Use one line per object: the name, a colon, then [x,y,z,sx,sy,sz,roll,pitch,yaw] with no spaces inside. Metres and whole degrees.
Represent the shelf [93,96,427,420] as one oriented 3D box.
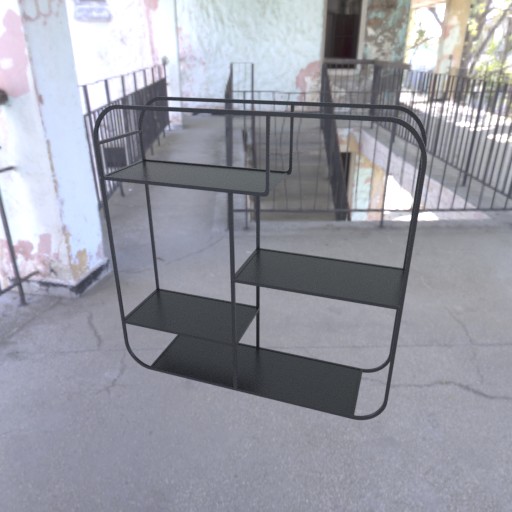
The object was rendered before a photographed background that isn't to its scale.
shelf: [0.000,0.000,0.925,0.600,0.600,0.160,8,26,17]
